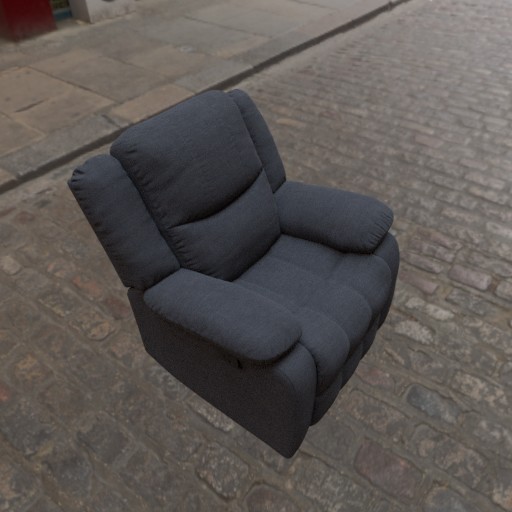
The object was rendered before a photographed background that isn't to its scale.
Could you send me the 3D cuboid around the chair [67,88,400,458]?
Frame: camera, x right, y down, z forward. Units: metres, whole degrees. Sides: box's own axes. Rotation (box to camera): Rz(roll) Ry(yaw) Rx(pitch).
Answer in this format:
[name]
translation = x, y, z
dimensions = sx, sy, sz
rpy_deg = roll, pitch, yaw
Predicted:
[chair]
translation = 0.000, 0.000, 1.693
dimensions = 0.944, 1.008, 0.899
rpy_deg = 26, 48, 26
